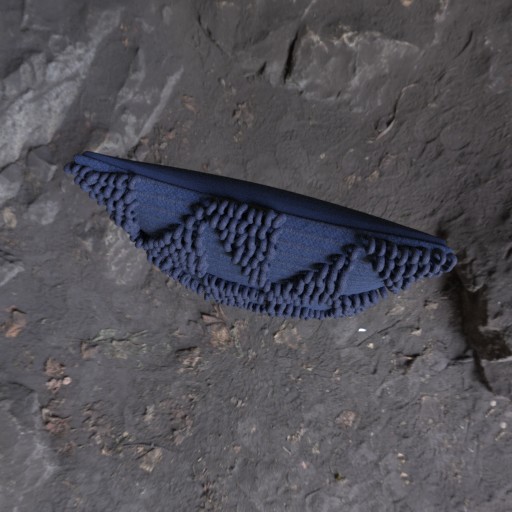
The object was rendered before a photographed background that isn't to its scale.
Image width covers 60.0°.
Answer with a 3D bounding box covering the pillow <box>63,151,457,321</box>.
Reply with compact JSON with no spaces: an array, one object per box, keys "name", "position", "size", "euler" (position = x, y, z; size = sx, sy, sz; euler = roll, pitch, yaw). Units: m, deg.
[{"name":"pillow","position":[0.000,0.000,0.722],"size":[0.469,0.466,0.172],"euler":[14,77,3]}]
